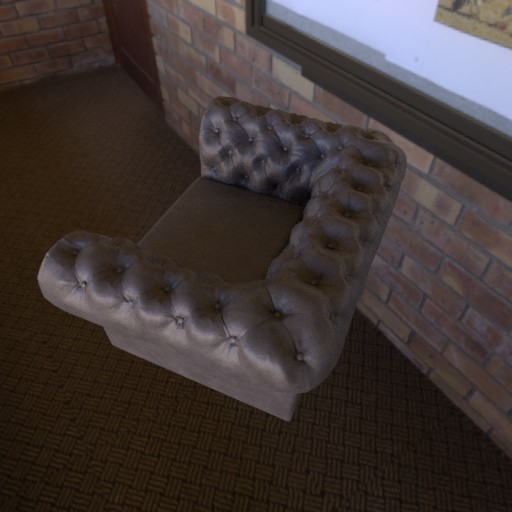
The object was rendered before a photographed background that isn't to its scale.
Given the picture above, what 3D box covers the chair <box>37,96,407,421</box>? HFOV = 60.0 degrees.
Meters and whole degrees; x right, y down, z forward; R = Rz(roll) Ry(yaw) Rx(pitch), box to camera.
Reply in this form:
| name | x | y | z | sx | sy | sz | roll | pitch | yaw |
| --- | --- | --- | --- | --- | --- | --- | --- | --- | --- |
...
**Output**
| name | x | y | z | sx | sy | sz | roll | pitch | yaw |
| --- | --- | --- | --- | --- | --- | --- | --- | --- | --- |
| chair | 0.000 | 0.000 | 1.852 | 0.943 | 0.780 | 1.298 | 18 | 49 | 17 |
